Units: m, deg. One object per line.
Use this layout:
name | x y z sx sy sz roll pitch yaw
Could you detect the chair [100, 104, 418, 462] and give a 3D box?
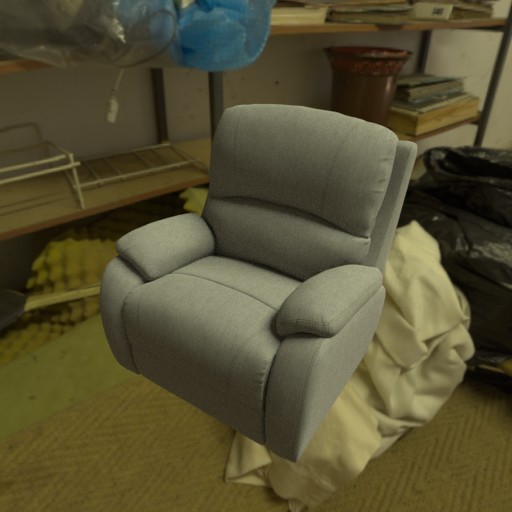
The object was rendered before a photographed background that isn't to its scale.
chair | 0.000 0.000 1.724 0.930 1.011 0.899 18 35 28
